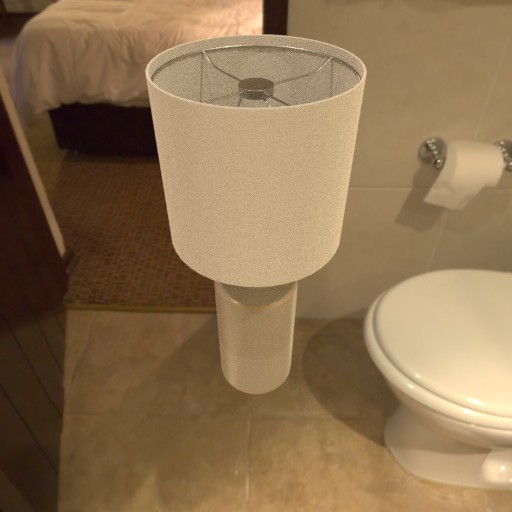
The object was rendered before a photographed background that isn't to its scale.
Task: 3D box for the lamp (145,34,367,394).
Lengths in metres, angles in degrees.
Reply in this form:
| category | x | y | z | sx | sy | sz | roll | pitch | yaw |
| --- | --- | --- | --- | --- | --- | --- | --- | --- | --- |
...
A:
| category | x | y | z | sx | sy | sz | roll | pitch | yaw |
| --- | --- | --- | --- | --- | --- | --- | --- | --- | --- |
| lamp | 0.000 | 0.000 | 0.592 | 0.212 | 0.493 | 0.212 | -25 | 47 | -26 |
